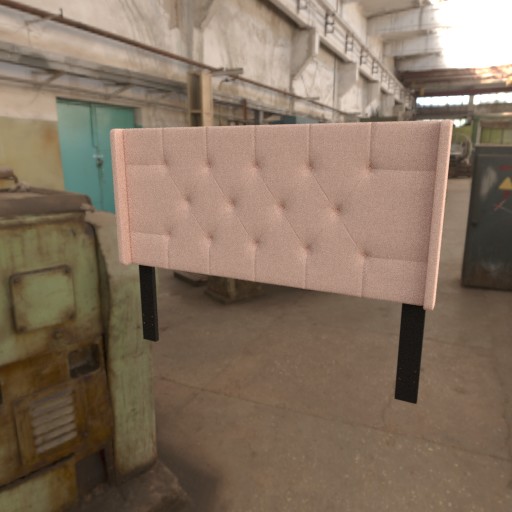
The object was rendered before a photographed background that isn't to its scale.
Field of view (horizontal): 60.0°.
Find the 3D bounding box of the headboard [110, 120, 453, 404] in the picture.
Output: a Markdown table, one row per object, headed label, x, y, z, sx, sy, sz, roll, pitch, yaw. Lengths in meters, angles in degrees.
| label | x | y | z | sx | sy | sz | roll | pitch | yaw |
| --- | --- | --- | --- | --- | --- | --- | --- | --- | --- |
| headboard | 0.000 | 0.000 | 2.691 | 2.051 | 1.524 | 0.184 | 7 | 15 | 26 |
